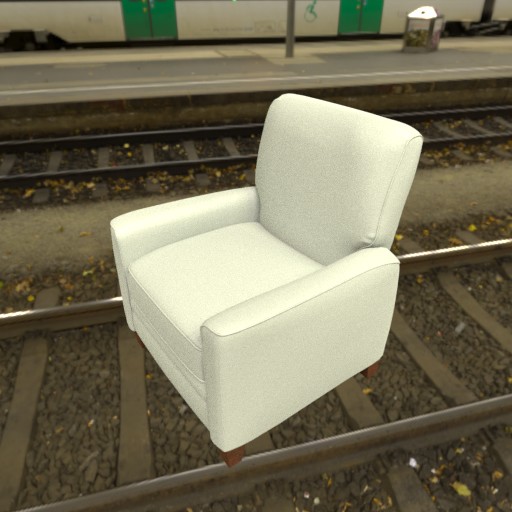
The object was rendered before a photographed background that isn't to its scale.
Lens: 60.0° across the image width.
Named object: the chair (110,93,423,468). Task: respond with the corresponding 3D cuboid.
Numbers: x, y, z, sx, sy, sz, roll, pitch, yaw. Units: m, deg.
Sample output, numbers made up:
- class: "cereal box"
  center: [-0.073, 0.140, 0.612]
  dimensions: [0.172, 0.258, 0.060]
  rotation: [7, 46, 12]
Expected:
- class: "chair"
  center: [0.000, 0.000, 1.657]
  dimensions: [0.846, 1.007, 0.853]
  rotation: [-21, 37, -30]
